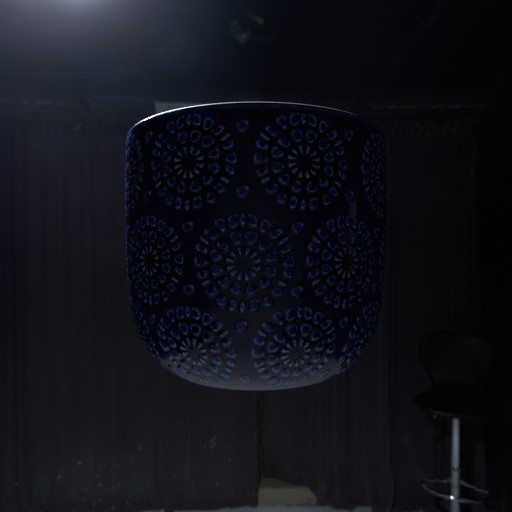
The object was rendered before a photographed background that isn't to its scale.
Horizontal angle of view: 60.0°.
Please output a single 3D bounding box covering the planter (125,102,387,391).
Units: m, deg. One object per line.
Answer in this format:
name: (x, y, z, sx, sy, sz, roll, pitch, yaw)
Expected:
planter: (0.000, 0.000, 0.292, 0.165, 0.149, 0.165, 0, 0, 0)
